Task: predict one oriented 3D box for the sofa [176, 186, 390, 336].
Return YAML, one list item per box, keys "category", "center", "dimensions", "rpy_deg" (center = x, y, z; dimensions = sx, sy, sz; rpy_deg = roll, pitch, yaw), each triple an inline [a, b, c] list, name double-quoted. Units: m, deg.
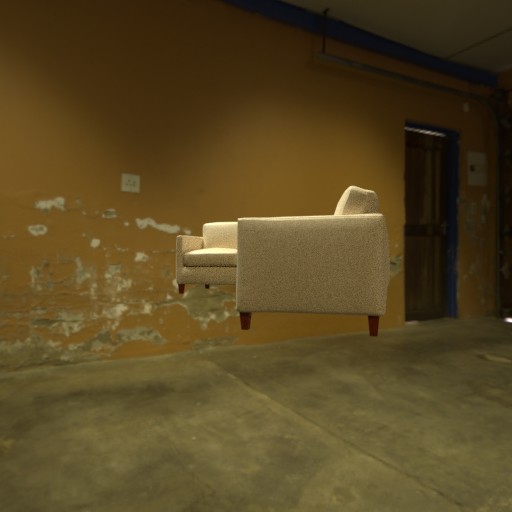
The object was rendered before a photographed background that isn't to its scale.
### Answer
- category: "sofa"
  center: [0.000, 0.000, 4.490]
  dimensions: [2.593, 0.947, 3.302]
  rpy_deg: [0, 0, 17]
